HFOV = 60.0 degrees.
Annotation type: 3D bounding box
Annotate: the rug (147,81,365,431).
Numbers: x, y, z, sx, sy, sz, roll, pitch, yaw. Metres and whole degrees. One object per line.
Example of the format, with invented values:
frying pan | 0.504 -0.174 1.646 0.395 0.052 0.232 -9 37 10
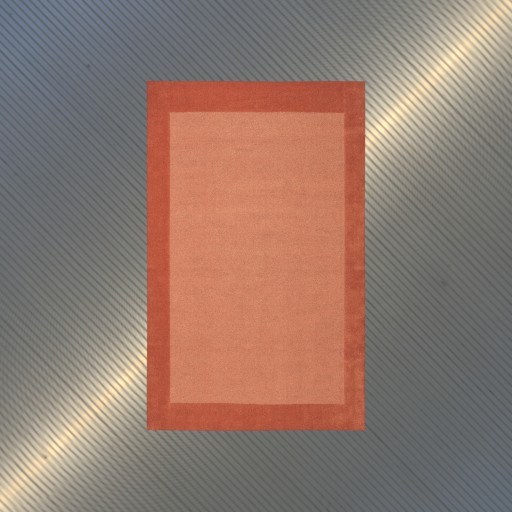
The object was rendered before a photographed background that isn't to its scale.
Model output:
rug | 0.000 0.000 3.093 1.524 0.014 2.438 0 90 0
